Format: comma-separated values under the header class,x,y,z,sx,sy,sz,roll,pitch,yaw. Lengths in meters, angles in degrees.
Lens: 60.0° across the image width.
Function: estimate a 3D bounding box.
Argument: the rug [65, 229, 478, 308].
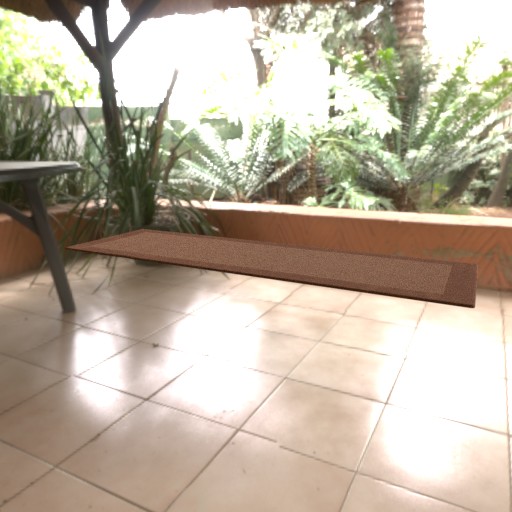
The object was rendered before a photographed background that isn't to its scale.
class,x,y,z,sx,sy,sz,roll,pitch,yaw
rug,0.000,0.000,2.718,2.439,0.017,0.764,7,16,26
